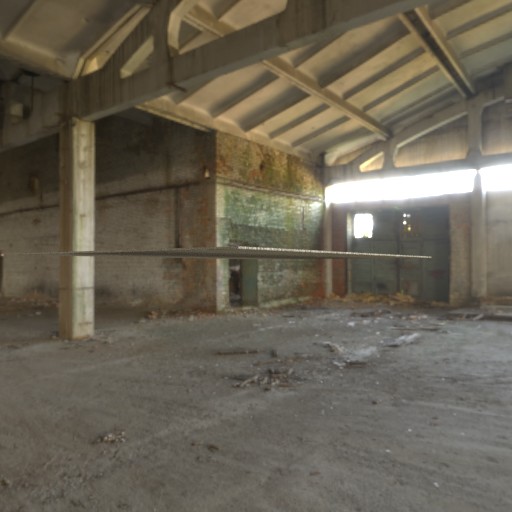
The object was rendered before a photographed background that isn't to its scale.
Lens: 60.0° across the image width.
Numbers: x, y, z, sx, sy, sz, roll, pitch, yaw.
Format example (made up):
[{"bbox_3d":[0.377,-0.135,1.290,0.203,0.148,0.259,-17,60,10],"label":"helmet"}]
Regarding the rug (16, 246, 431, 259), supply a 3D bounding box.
[{"bbox_3d":[0.000,0.000,2.247,1.226,0.007,1.815,-1,-1,37],"label":"rug"}]
